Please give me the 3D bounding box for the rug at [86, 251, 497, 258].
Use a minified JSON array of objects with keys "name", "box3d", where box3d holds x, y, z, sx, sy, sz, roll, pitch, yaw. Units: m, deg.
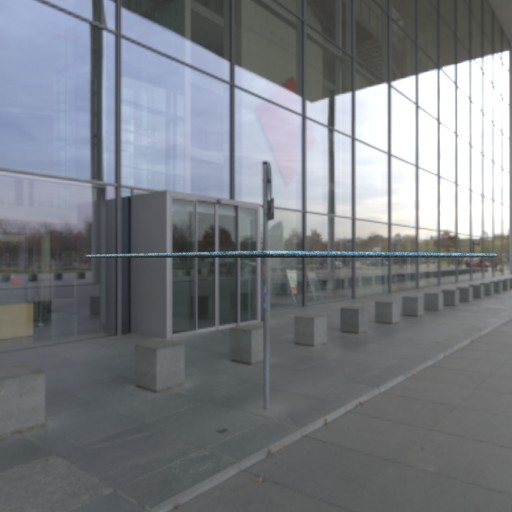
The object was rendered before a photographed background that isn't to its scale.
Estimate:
[{"name":"rug","box3d":[0.000,0.000,2.274,1.219,0.016,1.829,0,0,-35]}]
